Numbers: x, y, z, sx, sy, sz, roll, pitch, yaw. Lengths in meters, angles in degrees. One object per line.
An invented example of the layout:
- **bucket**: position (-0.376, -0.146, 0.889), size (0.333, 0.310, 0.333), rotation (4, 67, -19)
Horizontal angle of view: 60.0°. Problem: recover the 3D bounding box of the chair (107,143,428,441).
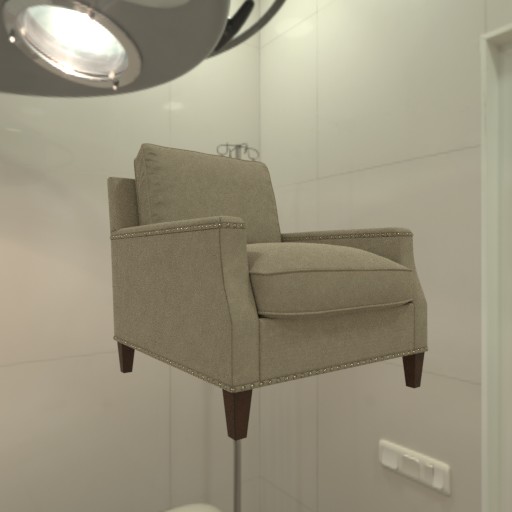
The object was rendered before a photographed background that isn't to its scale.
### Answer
- **chair**: position (0.000, 0.000, 1.732), size (0.853, 0.943, 1.014), rotation (0, 0, -36)
